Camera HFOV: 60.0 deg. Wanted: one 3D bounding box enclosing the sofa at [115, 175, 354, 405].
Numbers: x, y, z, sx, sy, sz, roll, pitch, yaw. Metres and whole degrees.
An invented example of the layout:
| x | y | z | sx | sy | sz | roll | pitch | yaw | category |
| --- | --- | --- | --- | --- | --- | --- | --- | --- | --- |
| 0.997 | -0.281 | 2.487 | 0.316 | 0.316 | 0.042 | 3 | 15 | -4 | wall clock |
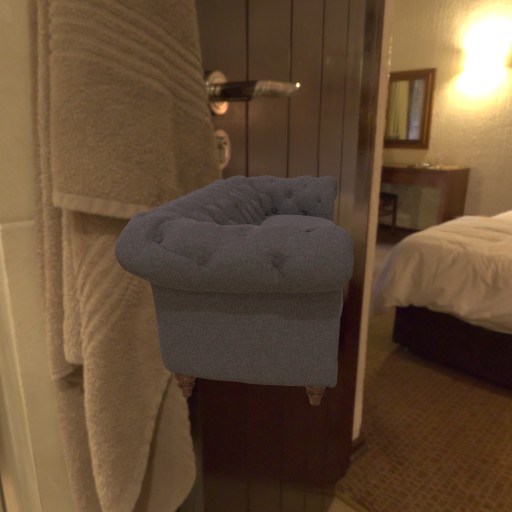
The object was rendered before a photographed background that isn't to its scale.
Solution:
| x | y | z | sx | sy | sz | roll | pitch | yaw | category |
| --- | --- | --- | --- | --- | --- | --- | --- | --- | --- |
| 0.000 | 0.000 | 2.798 | 1.046 | 0.836 | 2.335 | 2 | 15 | 8 | sofa |
